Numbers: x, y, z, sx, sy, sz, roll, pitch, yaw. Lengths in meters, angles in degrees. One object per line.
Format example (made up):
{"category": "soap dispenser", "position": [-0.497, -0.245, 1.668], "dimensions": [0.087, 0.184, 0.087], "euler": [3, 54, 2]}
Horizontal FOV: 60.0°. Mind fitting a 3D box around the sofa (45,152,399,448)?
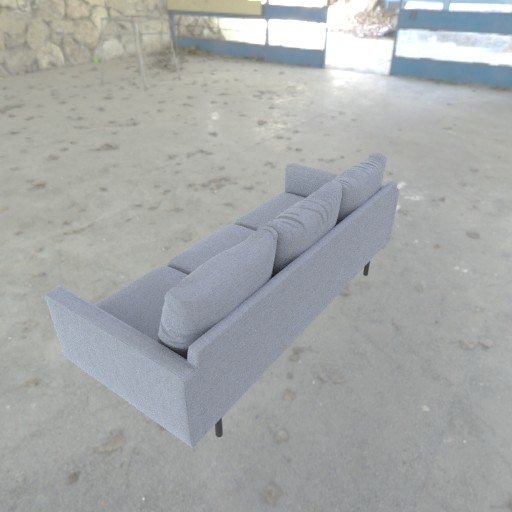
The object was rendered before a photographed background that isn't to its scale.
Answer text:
{"category": "sofa", "position": [0.000, 0.000, 2.460], "dimensions": [0.850, 0.830, 2.000], "euler": [21, 38, 30]}
